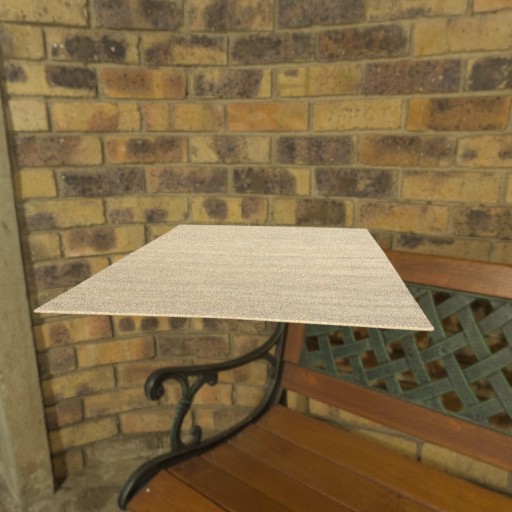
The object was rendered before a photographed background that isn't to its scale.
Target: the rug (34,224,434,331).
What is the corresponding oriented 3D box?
[{"bbox_3d":[0.000,0.000,4.740,2.757,0.051,3.626,2,14,7],"label":"rug"}]
